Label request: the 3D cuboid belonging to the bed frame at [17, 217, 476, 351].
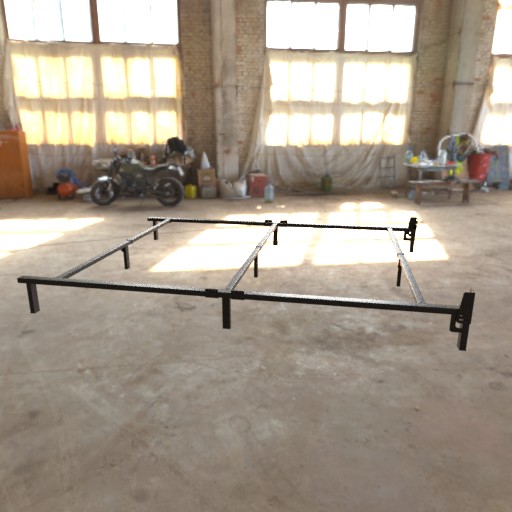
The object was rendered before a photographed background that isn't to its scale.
[{"bbox_3d":[0.000,0.000,2.604,1.990,0.248,1.498,3,17,11],"label":"bed frame"}]
